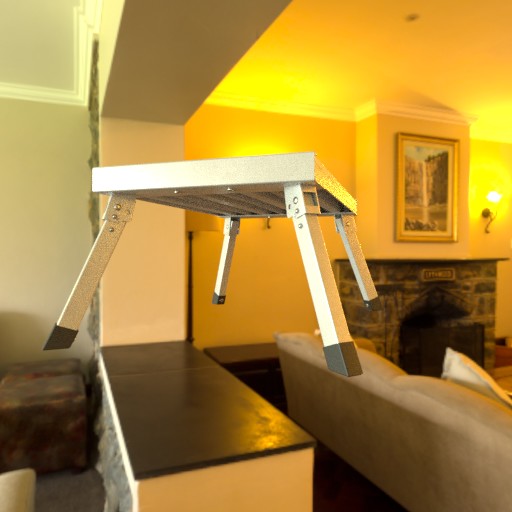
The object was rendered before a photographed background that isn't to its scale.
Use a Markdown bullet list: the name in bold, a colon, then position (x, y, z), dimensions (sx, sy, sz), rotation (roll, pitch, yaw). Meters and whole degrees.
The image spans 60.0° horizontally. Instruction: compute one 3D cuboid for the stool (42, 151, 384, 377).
- **stool**: position (0.000, 0.000, 0.727), dimensions (0.385, 0.225, 0.535), rotation (0, 0, 18)
